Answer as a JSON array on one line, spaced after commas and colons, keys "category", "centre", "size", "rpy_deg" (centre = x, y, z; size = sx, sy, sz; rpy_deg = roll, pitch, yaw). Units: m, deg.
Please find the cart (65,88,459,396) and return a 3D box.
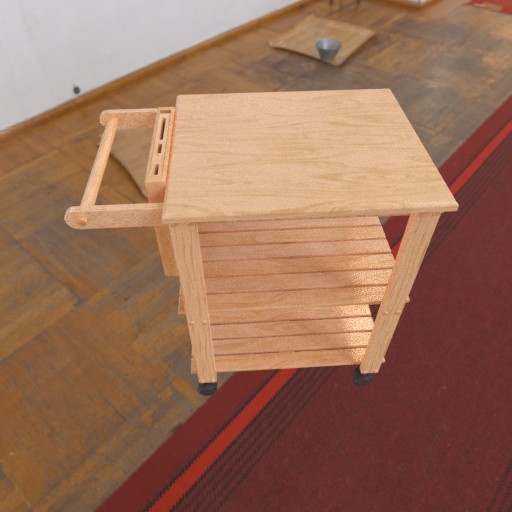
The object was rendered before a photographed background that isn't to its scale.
[{"category": "cart", "centre": [0.000, 0.000, 1.366], "size": [0.843, 0.816, 0.520], "rpy_deg": [-3, 46, -3]}]
